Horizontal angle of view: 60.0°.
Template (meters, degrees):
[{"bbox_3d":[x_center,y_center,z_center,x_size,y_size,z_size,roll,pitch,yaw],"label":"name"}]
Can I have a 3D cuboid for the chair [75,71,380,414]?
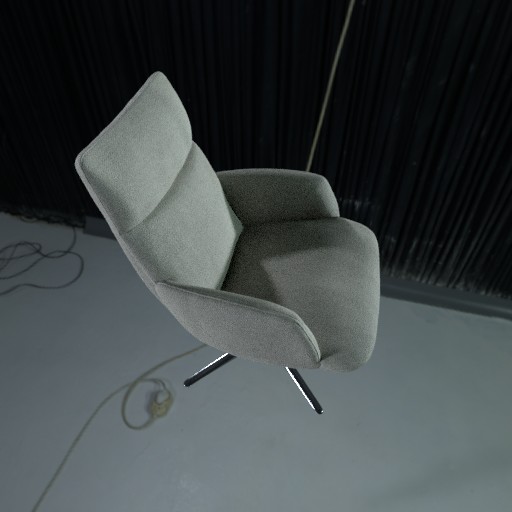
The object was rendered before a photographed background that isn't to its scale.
[{"bbox_3d":[0.000,0.000,1.544,0.889,1.016,0.711,9,46,9],"label":"chair"}]
